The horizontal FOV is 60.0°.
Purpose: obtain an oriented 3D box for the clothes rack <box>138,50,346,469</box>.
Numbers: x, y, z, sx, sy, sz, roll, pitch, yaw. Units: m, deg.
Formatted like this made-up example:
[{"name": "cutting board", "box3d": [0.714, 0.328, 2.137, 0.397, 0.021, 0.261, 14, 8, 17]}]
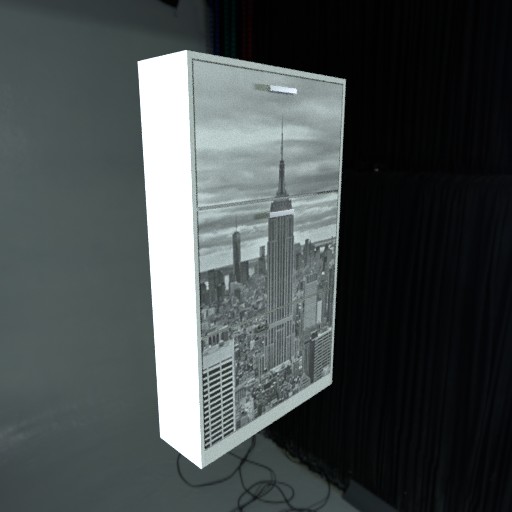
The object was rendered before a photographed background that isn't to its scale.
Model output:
[{"name": "clothes rack", "box3d": [0.000, 0.000, 1.646, 0.250, 1.280, 0.750, 13, 19, 42]}]
